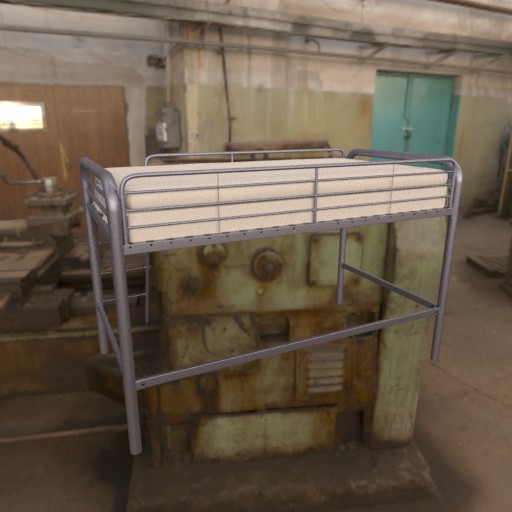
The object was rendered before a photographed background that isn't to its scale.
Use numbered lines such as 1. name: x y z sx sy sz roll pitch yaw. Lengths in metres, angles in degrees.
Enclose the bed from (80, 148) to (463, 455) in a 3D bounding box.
1. bed: 0.000 0.000 2.876 1.965 1.288 1.415 -8 19 -25
